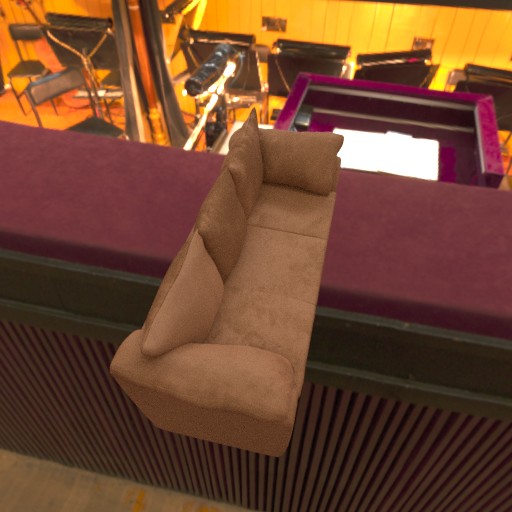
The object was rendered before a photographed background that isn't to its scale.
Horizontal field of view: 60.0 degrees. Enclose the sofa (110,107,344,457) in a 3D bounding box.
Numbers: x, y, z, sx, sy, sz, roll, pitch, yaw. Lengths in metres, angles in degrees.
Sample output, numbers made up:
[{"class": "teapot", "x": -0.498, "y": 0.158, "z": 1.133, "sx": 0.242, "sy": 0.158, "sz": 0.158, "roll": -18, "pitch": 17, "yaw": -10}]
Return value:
[{"class": "sofa", "x": 0.000, "y": 0.000, "z": 2.913, "sx": 0.893, "sy": 0.981, "sz": 2.377, "roll": 10, "pitch": 46, "yaw": 9}]
